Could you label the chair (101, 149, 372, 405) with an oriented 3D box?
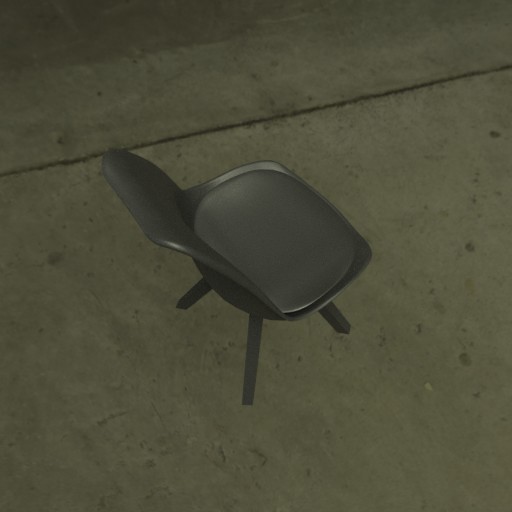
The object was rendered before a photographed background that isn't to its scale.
[{"bbox_3d":[0.000,0.000,1.190,0.550,0.850,0.485,-31,63,-18],"label":"chair"}]
